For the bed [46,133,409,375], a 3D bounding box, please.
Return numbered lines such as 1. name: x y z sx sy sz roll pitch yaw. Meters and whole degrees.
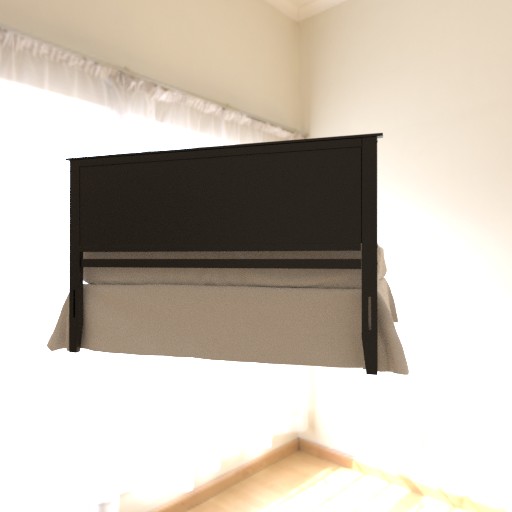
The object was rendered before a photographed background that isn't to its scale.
1. bed: 0.000 0.000 3.660 2.315 1.271 2.219 0 0 17
